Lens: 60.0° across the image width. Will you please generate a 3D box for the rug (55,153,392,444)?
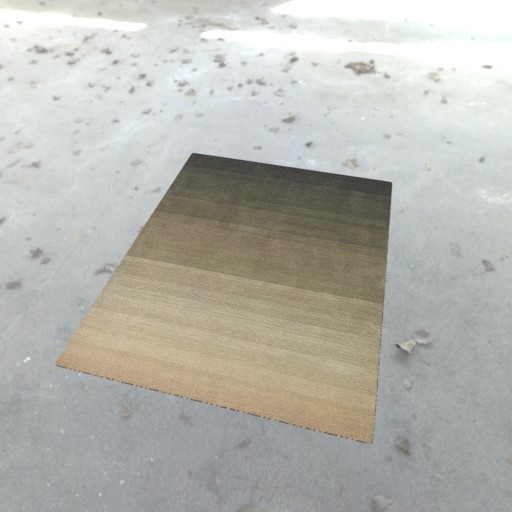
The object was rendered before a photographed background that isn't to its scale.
[{"bbox_3d":[0.000,0.000,4.016,2.305,0.017,2.902,11,47,10],"label":"rug"}]
